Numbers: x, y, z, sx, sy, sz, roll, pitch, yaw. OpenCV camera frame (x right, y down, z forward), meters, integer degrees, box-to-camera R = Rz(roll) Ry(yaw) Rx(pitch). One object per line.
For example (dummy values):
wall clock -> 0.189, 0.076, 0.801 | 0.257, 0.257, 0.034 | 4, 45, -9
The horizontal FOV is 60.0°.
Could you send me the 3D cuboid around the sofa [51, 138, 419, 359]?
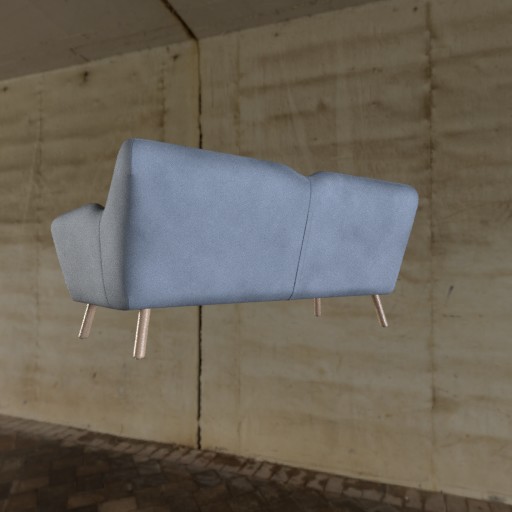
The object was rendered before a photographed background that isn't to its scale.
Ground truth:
sofa -> 0.000, 0.000, 2.336 | 1.870, 0.810, 0.850 | 1, -1, -36
